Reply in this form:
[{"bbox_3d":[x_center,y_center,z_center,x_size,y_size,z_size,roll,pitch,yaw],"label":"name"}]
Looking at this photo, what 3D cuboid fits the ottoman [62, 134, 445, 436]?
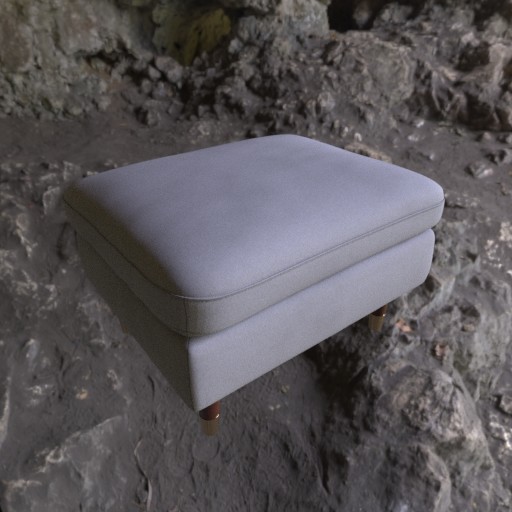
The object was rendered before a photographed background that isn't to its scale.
[{"bbox_3d":[0.000,0.000,1.121,0.747,0.478,0.593,-22,37,-32],"label":"ottoman"}]
